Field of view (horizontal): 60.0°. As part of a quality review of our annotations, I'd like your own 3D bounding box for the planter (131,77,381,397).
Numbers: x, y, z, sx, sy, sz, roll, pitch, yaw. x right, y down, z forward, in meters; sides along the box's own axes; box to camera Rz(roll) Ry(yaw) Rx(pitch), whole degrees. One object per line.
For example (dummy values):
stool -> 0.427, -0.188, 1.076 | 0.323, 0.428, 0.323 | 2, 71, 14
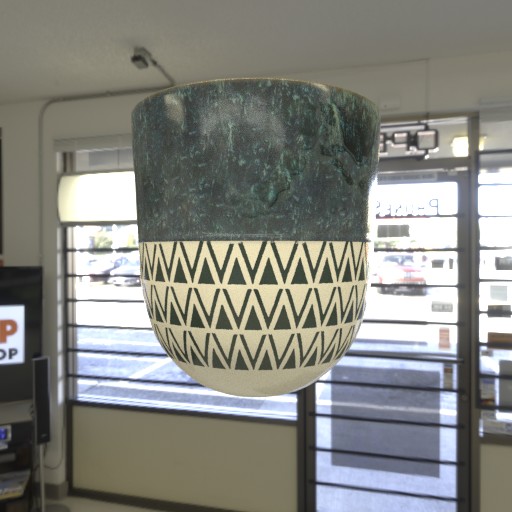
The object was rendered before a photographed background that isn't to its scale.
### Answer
planter -> 0.000, 0.000, 0.360 | 0.195, 0.214, 0.195 | 0, 1, 0
